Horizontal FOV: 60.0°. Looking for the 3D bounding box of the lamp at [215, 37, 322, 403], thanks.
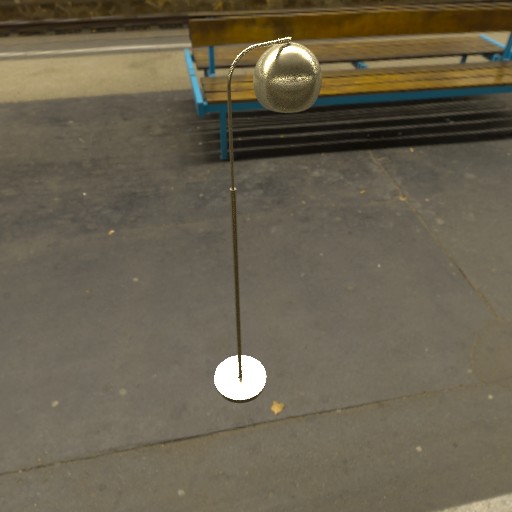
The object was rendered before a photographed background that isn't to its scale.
[{"bbox_3d":[0.000,0.000,1.703,0.431,1.526,0.250,-23,46,-25],"label":"lamp"}]
